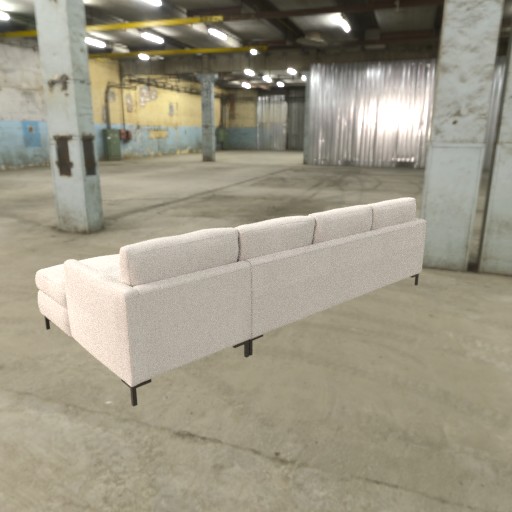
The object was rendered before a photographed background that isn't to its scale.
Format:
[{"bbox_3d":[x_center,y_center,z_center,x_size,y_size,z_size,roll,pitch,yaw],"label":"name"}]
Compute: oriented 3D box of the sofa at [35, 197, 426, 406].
[{"bbox_3d":[0.000,0.000,2.932,2.445,0.677,1.126,-13,20,-40],"label":"sofa"}]
